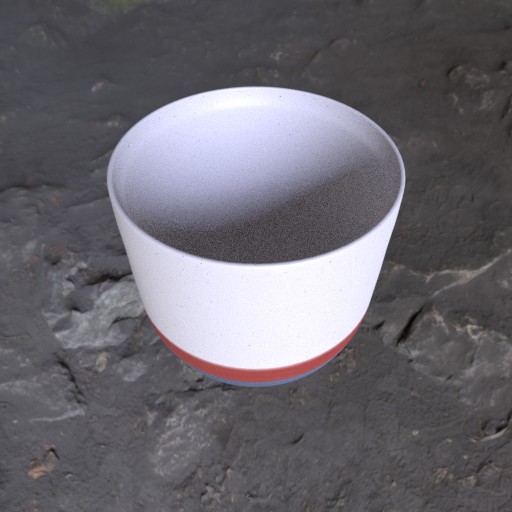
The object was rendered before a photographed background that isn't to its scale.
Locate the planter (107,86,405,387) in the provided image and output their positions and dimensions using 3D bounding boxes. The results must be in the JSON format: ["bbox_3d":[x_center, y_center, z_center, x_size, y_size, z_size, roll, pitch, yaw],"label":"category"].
[{"bbox_3d":[0.000,0.000,0.503,0.268,0.270,0.268,0,48,0],"label":"planter"}]
